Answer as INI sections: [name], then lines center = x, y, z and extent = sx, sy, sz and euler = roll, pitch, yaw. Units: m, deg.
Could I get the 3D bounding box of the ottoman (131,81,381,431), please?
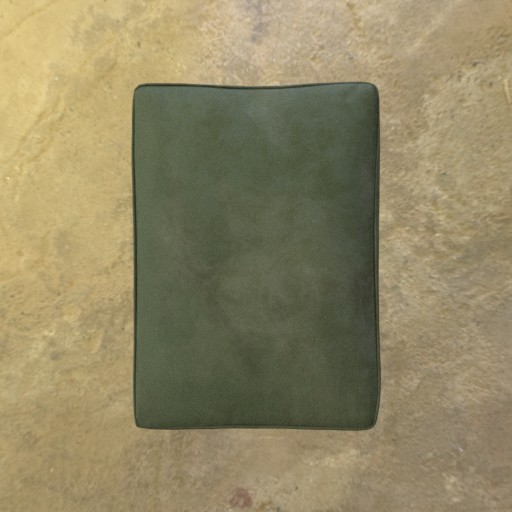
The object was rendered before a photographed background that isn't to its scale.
[ottoman]
center = 0.000, 0.000, 1.276
extent = 0.632, 0.495, 0.864
euler = 0, 91, 1
